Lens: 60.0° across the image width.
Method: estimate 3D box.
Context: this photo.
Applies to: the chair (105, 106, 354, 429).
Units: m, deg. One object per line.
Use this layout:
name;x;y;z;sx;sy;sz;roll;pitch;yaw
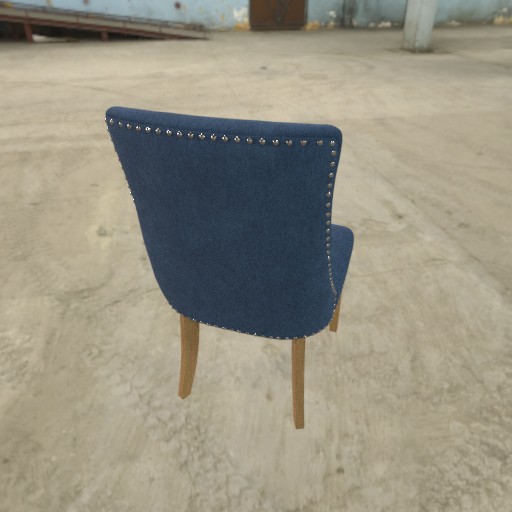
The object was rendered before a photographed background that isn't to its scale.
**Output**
chair;0.000;0.000;1.254;0.495;0.902;0.610;10;33;16
